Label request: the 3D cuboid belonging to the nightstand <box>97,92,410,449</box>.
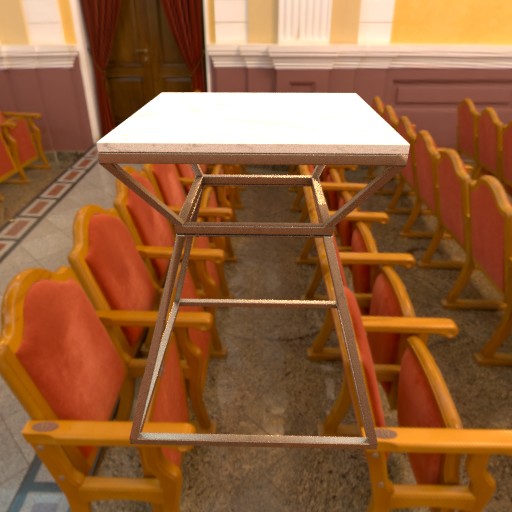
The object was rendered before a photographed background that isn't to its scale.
[{"bbox_3d":[0.000,0.000,0.881,0.455,0.554,0.455,1,29,1],"label":"nightstand"}]
